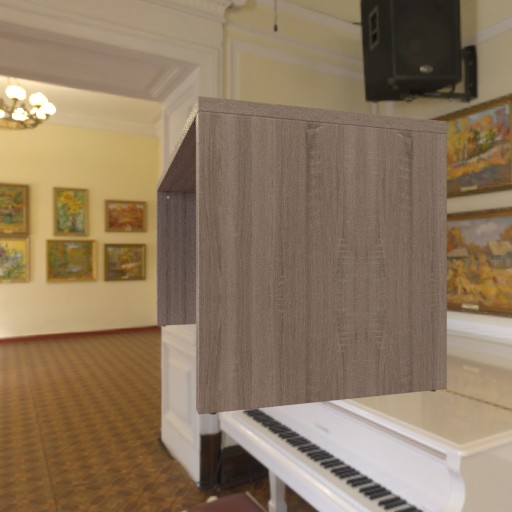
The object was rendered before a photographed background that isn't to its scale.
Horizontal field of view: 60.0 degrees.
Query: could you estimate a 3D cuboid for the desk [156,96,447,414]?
[{"bbox_3d":[0.000,0.000,1.787,0.690,0.745,1.380,0,0,-17],"label":"desk"}]
